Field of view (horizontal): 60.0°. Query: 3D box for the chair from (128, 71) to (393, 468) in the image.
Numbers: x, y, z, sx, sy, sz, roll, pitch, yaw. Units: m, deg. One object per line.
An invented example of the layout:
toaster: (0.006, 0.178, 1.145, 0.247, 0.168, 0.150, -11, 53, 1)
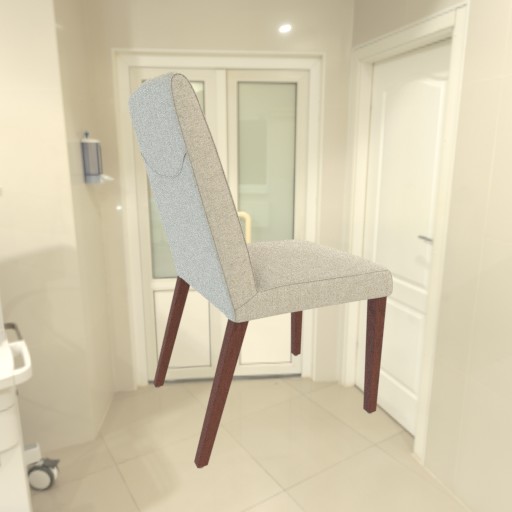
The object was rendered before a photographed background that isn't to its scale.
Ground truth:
chair: (0.000, 0.000, 1.252, 0.594, 0.900, 0.480, -6, 15, -25)
